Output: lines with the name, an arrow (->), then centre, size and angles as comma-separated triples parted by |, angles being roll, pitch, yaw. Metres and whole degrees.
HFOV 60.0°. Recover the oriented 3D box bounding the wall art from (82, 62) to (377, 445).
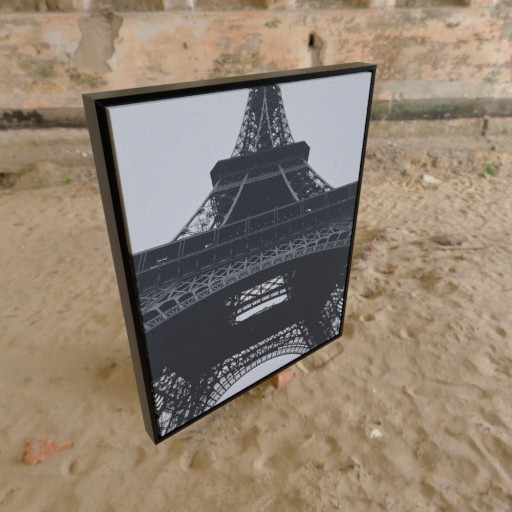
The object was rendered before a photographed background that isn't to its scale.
wall art -> 0.000, 0.000, 0.729 | 0.451, 0.553, 0.039 | -21, 37, -32
